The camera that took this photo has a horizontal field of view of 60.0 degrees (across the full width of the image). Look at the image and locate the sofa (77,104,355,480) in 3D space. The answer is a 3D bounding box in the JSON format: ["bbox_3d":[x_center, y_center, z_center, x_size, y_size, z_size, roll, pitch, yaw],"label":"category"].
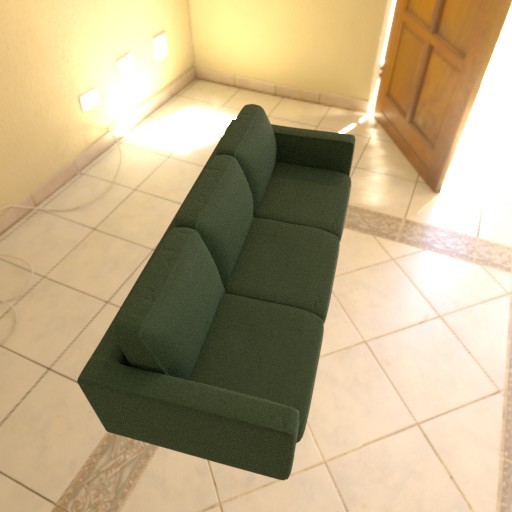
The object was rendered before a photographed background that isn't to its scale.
[{"bbox_3d":[0.000,0.000,2.439,0.879,0.899,2.029,11,47,10],"label":"sofa"}]
